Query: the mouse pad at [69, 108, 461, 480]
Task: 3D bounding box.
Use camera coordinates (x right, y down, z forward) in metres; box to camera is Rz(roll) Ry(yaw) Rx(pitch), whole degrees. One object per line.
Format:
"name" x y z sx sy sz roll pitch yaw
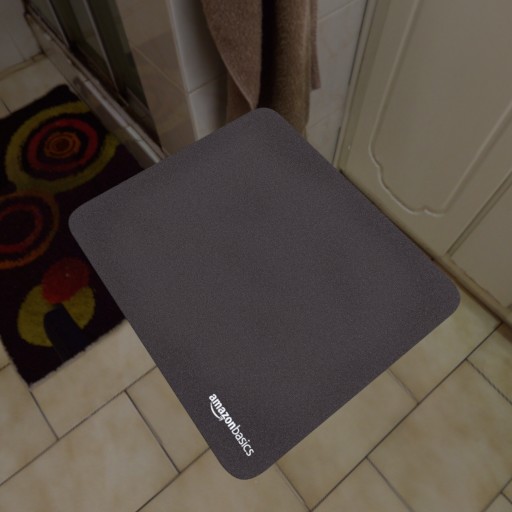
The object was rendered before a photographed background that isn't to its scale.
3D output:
"mouse pad" 0.000 0.000 0.438 0.269 0.002 0.315 -34 68 -16
